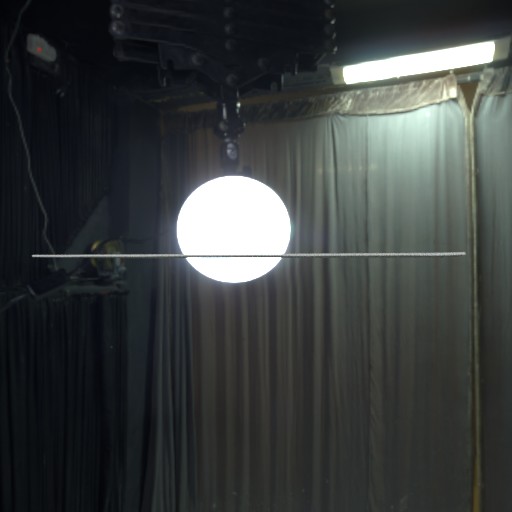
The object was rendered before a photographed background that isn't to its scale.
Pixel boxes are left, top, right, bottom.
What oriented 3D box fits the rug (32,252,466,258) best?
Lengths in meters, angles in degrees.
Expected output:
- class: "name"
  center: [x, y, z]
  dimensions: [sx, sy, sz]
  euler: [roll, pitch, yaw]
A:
- class: "rug"
  center: [0.000, 0.000, 1.072]
  dimensions: [0.869, 0.008, 0.511]
  euler: [0, -1, 19]
